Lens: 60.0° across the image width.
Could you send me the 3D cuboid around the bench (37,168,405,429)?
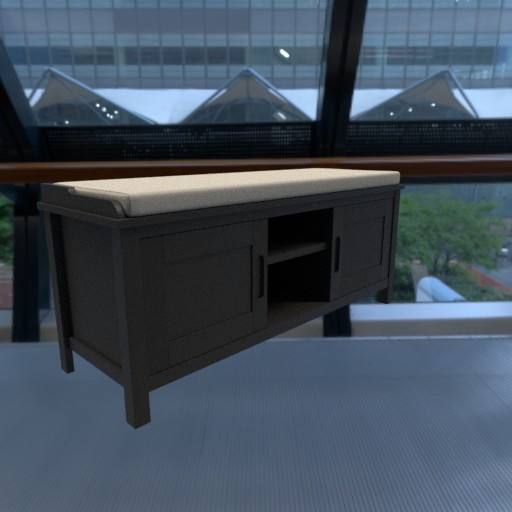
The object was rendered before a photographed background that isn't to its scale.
[{"bbox_3d":[0.000,0.000,1.402,0.398,0.501,1.140,13,19,43],"label":"bench"}]
